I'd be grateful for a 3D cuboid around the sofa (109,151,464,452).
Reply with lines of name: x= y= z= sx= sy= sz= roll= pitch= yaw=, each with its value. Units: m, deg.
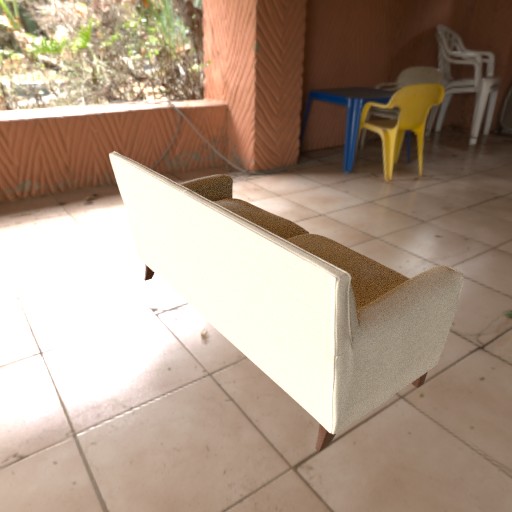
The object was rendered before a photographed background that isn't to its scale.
sofa: x=0.000 y=0.000 z=2.457 sx=0.841 sy=0.907 sz=2.001 roll=-18 pitch=31 yaw=-32
